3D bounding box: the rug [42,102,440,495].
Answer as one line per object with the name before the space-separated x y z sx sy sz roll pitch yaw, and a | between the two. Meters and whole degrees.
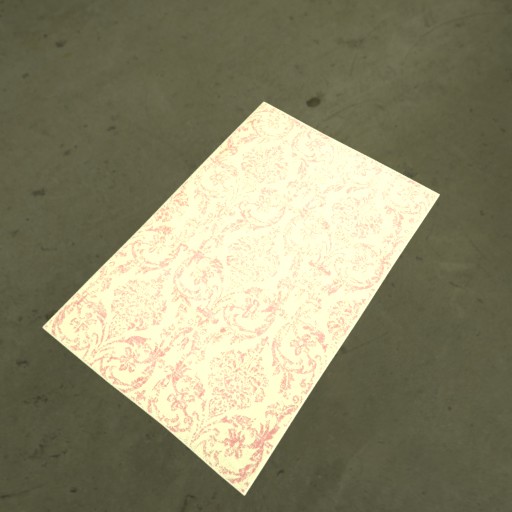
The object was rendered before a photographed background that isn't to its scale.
rug | 0.000 0.000 3.453 1.819 0.018 2.746 33 68 16
